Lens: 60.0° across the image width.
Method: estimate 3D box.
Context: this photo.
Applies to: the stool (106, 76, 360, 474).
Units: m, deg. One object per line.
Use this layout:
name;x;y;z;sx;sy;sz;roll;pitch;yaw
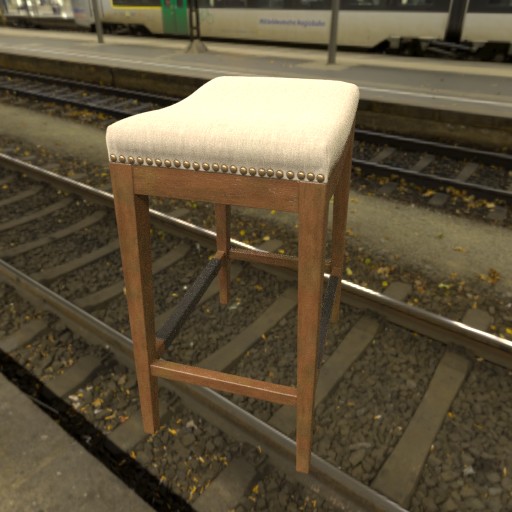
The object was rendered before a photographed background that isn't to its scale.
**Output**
stool;0.000;0.000;0.956;0.356;0.660;0.508;8;31;14
